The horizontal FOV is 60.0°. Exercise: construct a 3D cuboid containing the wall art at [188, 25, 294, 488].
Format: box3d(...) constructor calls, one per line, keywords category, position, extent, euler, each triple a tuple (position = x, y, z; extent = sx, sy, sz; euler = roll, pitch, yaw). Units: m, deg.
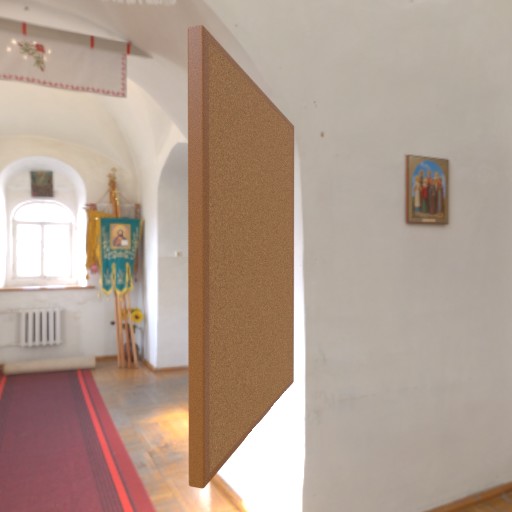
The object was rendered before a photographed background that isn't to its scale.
box3d(category="wall art", position=(0.000, 0.000, 0.745), extent=(0.022, 0.553, 0.452), euler=(0, 1, 19))
